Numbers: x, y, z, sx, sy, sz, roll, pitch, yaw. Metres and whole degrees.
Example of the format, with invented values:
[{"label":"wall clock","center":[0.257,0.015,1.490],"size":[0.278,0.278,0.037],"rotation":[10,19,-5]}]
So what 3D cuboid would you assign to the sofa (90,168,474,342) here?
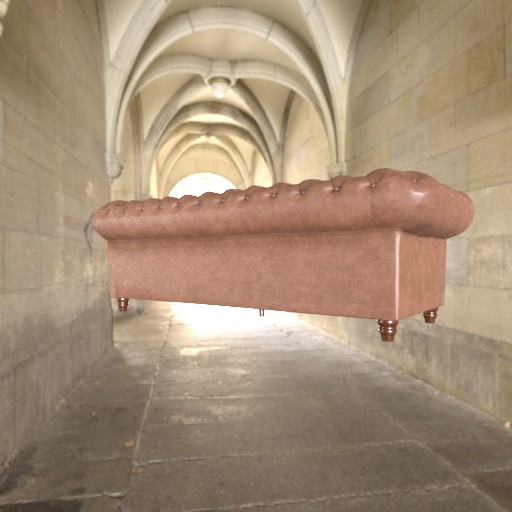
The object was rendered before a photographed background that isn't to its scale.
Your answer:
[{"label":"sofa","center":[0.000,0.000,2.813],"size":[2.385,0.783,0.944],"rotation":[0,0,36]}]
